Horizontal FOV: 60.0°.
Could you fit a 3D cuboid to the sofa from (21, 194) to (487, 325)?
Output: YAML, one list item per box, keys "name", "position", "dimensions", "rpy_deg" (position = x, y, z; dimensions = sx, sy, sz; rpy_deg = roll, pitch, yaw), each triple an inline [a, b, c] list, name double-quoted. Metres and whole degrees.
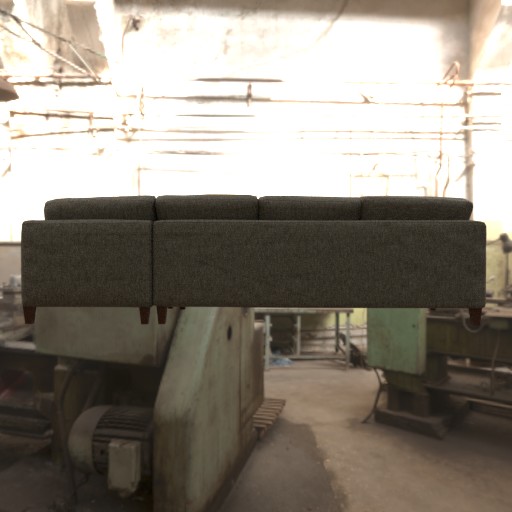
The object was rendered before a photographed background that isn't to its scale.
- name: "sofa"
  position: [0.000, 0.000, 4.348]
  dimensions: [3.302, 0.947, 2.593]
  rpy_deg: [0, 0, 1]
